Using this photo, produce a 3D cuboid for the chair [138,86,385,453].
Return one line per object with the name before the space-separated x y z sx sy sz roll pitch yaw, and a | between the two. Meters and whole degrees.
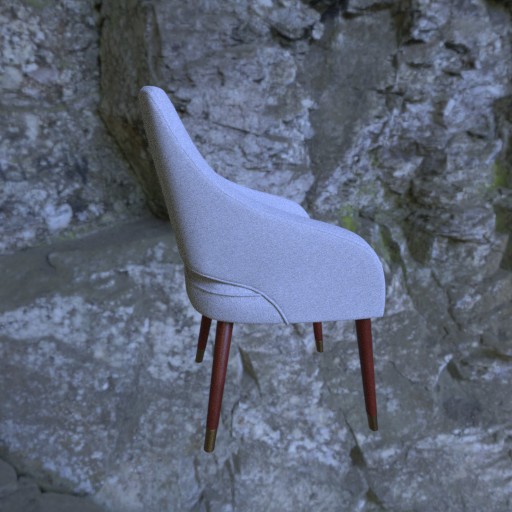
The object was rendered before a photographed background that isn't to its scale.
chair | 0.000 0.000 1.286 0.600 0.889 0.609 -3 15 -10
